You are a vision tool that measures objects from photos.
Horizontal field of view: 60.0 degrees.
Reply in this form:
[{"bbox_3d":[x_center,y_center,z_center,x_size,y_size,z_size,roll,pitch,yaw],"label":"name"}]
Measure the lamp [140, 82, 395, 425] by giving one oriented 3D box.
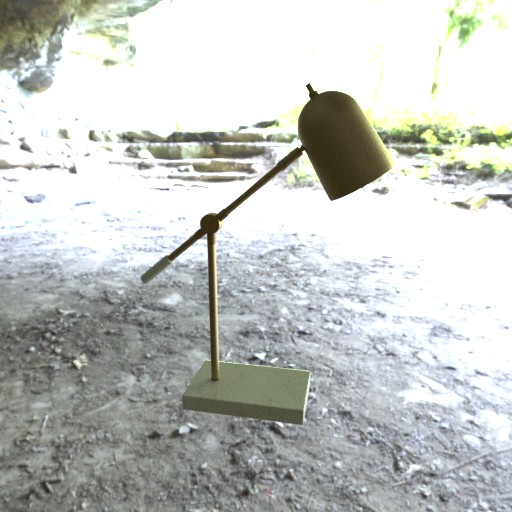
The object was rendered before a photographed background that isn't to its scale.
[{"bbox_3d":[0.000,0.000,0.829,0.471,0.603,0.144,3,17,11],"label":"lamp"}]
